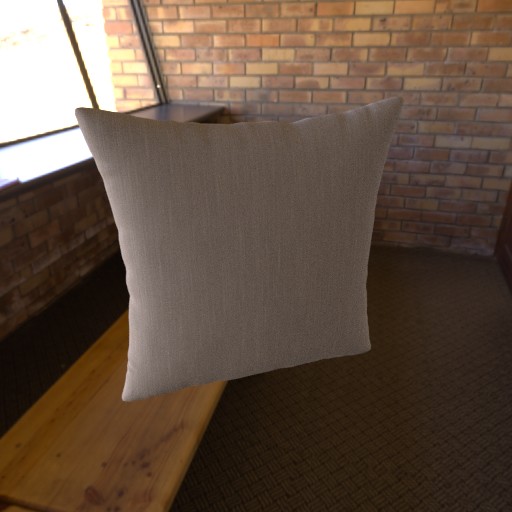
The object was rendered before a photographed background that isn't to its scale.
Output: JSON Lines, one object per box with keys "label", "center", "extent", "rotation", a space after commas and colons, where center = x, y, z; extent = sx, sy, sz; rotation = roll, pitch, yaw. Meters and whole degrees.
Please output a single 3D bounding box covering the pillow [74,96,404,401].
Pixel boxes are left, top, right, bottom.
{"label": "pillow", "center": [0.000, 0.000, 0.767], "extent": [0.511, 0.509, 0.161], "rotation": [-8, 26, -16]}
